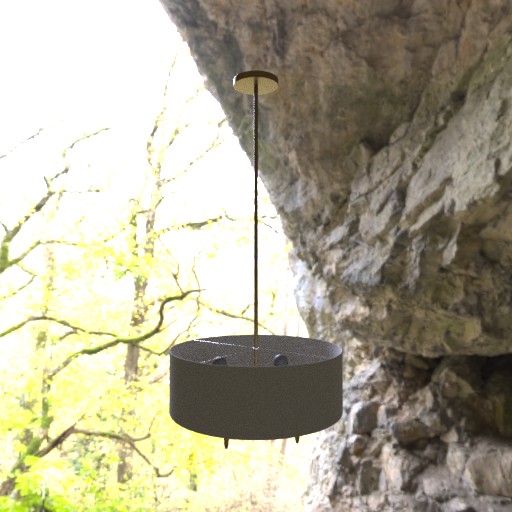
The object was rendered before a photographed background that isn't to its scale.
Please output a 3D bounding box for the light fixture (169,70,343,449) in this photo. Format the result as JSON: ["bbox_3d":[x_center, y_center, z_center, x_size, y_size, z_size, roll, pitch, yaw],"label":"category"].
[{"bbox_3d":[0.000,0.000,1.332,0.508,1.067,0.508,0,-1,0],"label":"light fixture"}]
